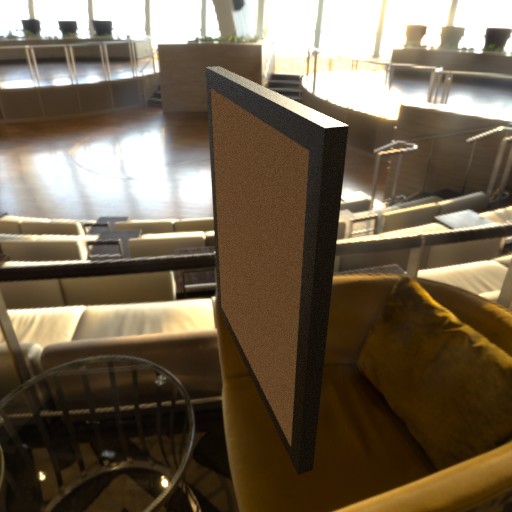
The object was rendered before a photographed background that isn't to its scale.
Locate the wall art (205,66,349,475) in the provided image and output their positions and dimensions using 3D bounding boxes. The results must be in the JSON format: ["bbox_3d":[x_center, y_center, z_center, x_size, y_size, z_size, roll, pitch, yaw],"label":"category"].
[{"bbox_3d":[0.000,0.000,0.706,0.025,0.508,0.432,-10,32,-17],"label":"wall art"}]
